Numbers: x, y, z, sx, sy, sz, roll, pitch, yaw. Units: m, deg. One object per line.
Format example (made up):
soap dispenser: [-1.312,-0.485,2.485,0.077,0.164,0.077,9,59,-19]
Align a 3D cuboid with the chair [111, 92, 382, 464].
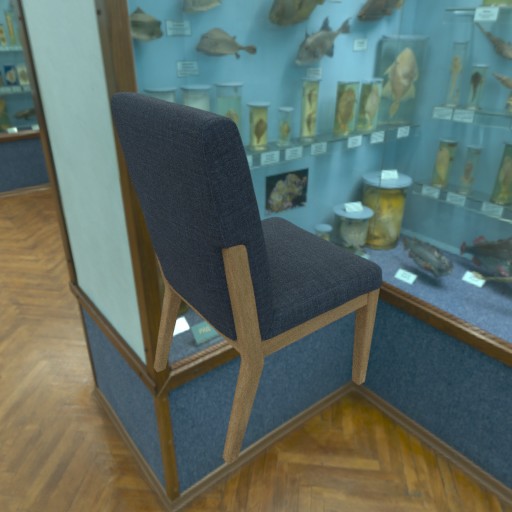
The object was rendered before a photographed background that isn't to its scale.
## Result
chair: [0.000,0.000,1.298,0.586,0.911,0.507,-18,32,-32]
